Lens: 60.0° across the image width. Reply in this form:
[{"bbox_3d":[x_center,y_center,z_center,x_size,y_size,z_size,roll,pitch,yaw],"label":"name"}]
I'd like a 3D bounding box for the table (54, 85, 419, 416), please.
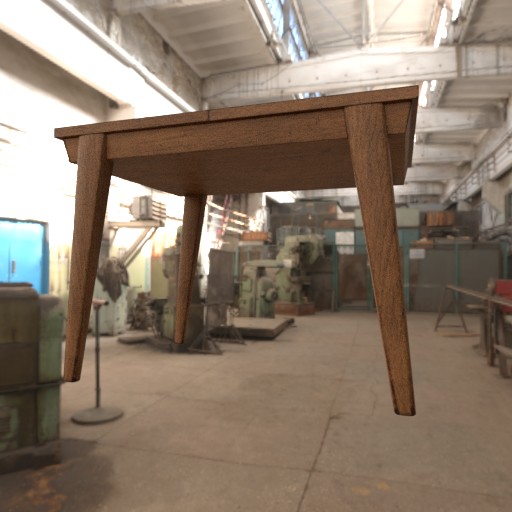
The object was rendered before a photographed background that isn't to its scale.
[{"bbox_3d":[0.000,0.000,1.521,1.027,0.760,0.757,0,-1,18],"label":"table"}]
